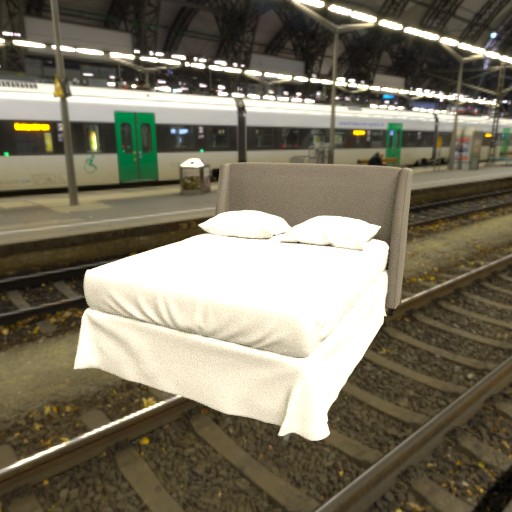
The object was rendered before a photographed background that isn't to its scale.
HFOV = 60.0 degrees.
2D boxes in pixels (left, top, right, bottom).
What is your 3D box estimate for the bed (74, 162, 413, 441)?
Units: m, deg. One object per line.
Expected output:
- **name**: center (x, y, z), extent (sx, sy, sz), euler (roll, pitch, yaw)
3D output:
- **bed**: center (0.000, 0.000, 3.482), extent (1.925, 1.332, 2.276), euler (8, 16, 27)
